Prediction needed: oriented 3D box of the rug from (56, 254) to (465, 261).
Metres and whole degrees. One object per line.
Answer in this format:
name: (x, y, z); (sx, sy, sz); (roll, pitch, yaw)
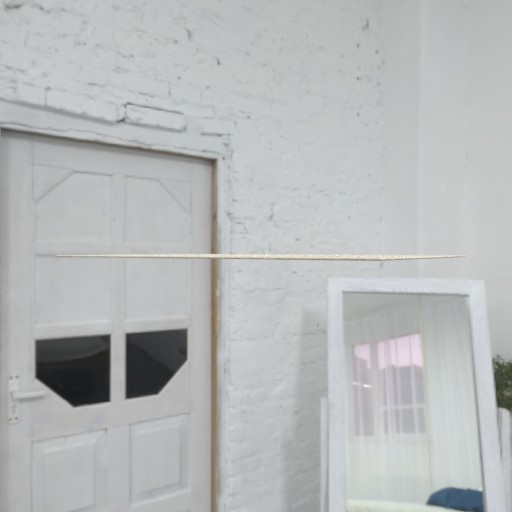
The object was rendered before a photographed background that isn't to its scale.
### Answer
rug: (0.000, 0.000, 2.961); (2.286, 0.011, 1.524); (0, 1, 36)
